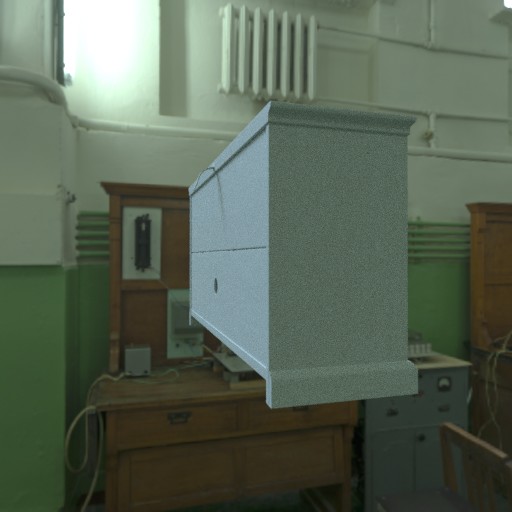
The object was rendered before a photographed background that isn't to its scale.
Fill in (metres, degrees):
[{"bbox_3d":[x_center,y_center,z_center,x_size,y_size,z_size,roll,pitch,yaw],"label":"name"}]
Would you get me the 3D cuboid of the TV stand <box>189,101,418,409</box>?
[{"bbox_3d":[0.000,0.000,1.502,0.424,0.624,1.187,0,0,-17],"label":"TV stand"}]
